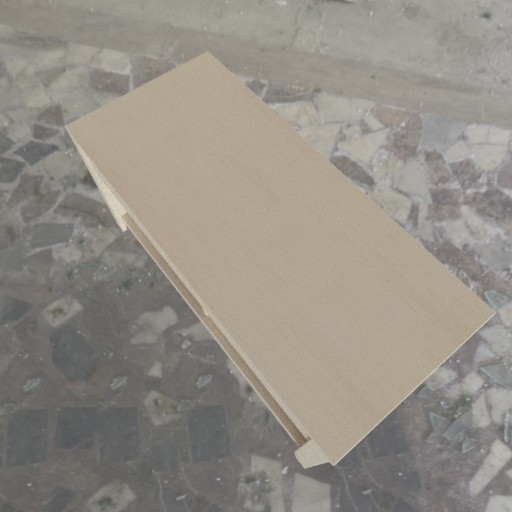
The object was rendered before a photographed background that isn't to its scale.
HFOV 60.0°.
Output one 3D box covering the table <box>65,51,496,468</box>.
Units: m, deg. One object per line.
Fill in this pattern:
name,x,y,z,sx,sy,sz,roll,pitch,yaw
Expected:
table,0.000,0.000,1.245,0.457,0.483,1.016,-35,68,-16
